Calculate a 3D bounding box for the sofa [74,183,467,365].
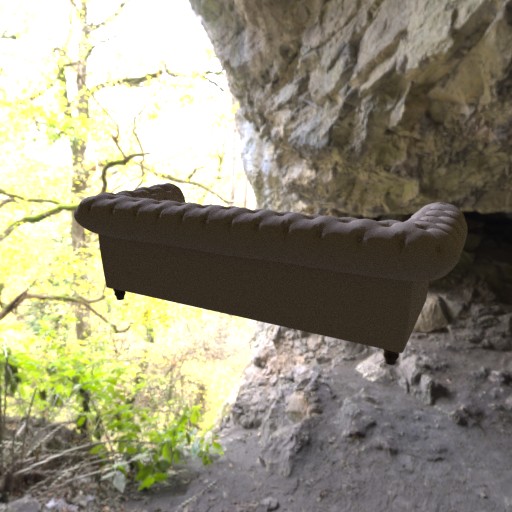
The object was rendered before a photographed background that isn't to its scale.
[{"bbox_3d":[0.000,0.000,3.204,2.694,0.847,1.076,8,18,27],"label":"sofa"}]
